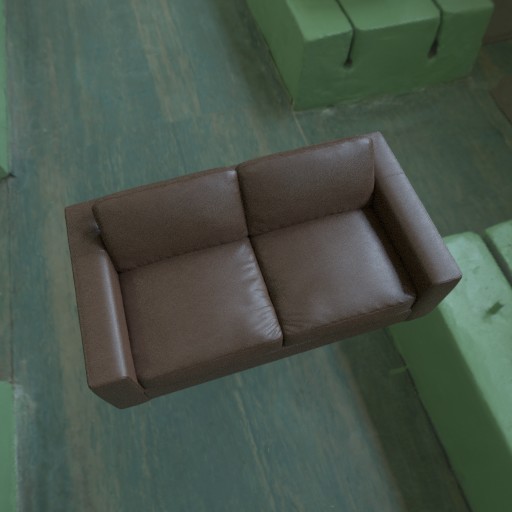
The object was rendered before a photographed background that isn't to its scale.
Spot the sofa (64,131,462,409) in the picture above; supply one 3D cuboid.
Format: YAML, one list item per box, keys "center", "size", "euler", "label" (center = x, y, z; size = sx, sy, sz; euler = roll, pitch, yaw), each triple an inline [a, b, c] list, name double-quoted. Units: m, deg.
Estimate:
- center: [0.000, 0.000, 2.495]
  size: [1.920, 0.800, 1.070]
  euler: [-15, 63, -8]
  label: "sofa"
